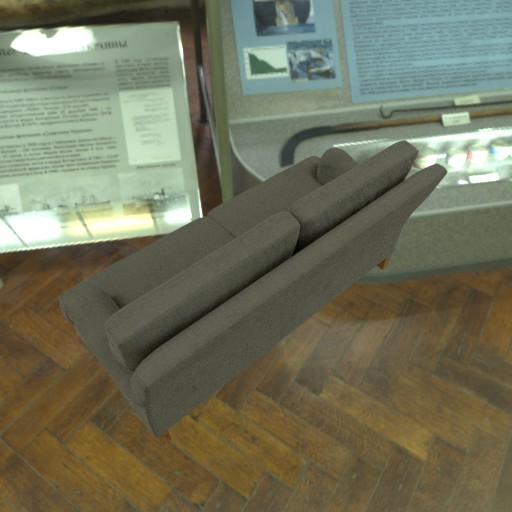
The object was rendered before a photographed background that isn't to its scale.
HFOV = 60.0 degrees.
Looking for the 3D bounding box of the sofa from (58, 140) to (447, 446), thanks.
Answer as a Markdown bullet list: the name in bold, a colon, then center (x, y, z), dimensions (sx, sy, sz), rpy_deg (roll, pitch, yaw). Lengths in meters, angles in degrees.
- **sofa**: center (0.000, 0.000, 2.738), dimensions (2.165, 1.087, 1.086), rpy_deg (-33, 55, -27)
